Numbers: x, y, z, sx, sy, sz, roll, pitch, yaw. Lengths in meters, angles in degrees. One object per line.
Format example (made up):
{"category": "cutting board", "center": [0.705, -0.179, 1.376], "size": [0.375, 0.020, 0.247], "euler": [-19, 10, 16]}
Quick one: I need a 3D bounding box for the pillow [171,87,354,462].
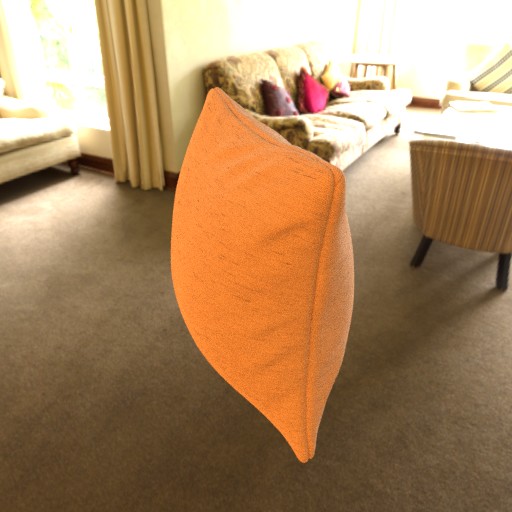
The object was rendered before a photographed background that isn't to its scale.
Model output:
{"category": "pillow", "center": [0.000, 0.000, 0.666], "size": [0.246, 0.415, 0.432], "euler": [-10, 32, -17]}
